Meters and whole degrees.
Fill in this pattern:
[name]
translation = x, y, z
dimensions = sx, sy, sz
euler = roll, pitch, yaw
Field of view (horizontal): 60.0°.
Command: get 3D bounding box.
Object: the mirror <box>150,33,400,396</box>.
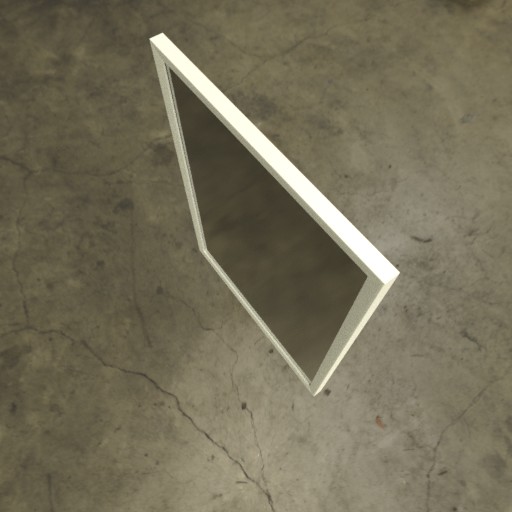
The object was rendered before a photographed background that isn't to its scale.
[mirror]
translation = 0.000, 0.000, 1.325
dimensions = 0.040, 1.016, 0.762
euler = -33, 67, -16
